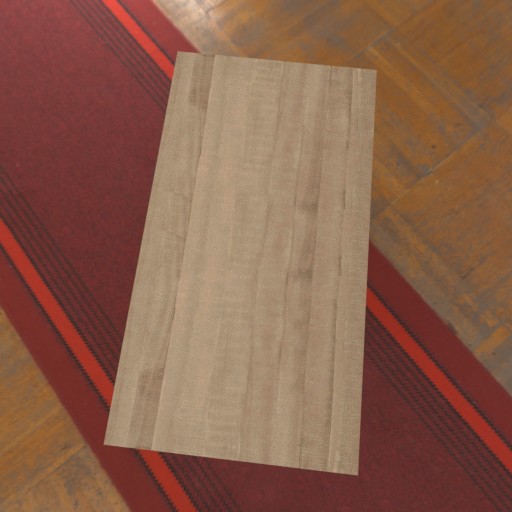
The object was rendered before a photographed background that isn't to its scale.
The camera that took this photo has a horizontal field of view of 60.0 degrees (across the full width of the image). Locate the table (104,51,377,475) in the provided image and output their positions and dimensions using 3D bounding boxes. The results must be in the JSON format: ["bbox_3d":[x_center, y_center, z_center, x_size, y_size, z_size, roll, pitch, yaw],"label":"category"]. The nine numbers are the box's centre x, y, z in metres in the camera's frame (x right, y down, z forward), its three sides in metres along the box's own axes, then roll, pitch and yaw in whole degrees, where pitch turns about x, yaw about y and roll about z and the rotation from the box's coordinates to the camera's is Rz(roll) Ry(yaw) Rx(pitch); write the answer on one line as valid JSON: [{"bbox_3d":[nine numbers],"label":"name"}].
[{"bbox_3d":[0.000,0.000,1.321,0.574,0.393,1.062,6,75,2],"label":"table"}]
